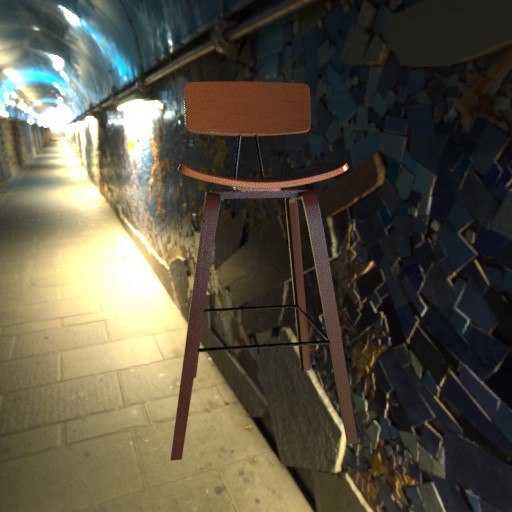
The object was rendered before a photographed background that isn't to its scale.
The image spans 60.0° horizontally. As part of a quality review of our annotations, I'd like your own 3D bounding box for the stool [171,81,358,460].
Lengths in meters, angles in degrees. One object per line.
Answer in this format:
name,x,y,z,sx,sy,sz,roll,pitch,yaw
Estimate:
stool,0.000,0.000,1.265,0.509,0.969,0.440,-2,16,-7
